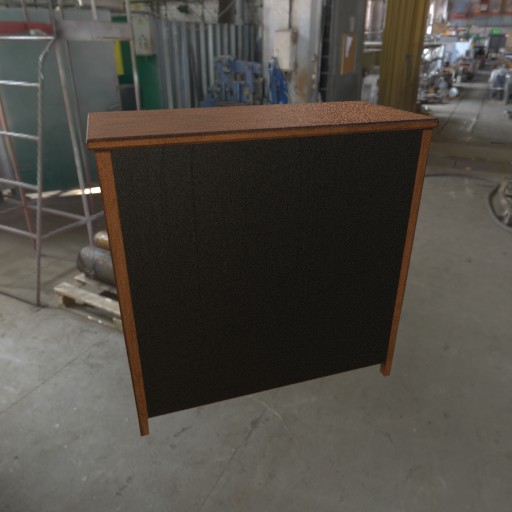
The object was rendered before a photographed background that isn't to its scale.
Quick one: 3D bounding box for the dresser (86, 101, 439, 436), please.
[{"bbox_3d":[0.000,0.000,1.997,1.250,1.224,0.591,-8,27,-16],"label":"dresser"}]
